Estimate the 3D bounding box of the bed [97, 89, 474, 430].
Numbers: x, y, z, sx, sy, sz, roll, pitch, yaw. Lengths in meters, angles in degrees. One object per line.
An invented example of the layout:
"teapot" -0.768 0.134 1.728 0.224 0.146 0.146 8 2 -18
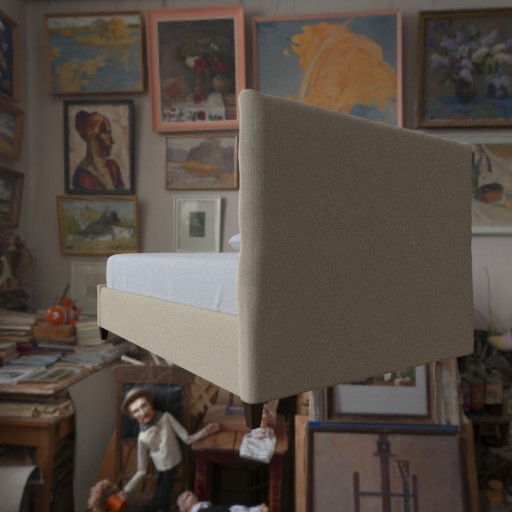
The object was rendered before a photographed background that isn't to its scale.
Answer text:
"bed" 0.000 0.000 3.266 1.698 1.427 2.387 0 1 -34
